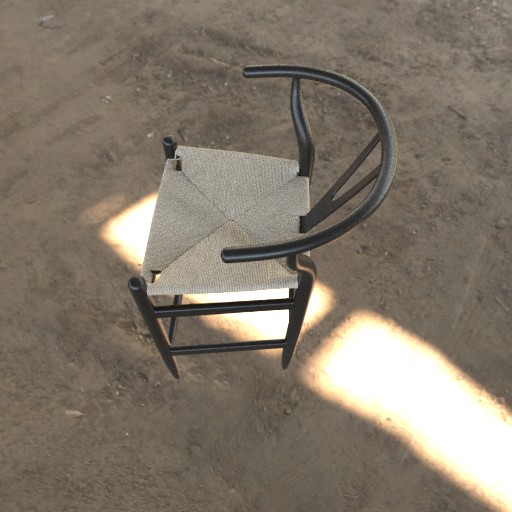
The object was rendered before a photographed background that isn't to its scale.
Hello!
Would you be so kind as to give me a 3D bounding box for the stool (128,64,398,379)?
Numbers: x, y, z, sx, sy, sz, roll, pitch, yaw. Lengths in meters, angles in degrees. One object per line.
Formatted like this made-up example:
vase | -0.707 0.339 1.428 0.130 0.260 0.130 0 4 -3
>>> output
stool | 0.000 0.000 1.320 0.579 0.970 0.569 3 58 2
